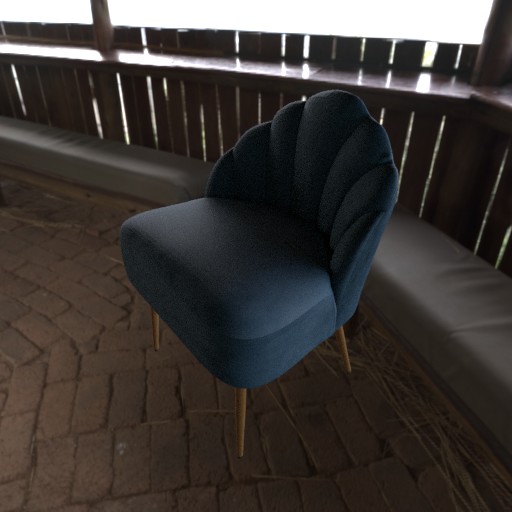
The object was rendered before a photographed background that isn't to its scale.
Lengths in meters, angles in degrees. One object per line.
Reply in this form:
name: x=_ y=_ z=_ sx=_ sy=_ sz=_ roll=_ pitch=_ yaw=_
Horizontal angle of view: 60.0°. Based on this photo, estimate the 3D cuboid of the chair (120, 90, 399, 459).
chair: x=0.000 y=0.000 z=1.241 sx=0.599 sy=0.819 sz=0.657 roll=-21 pitch=37 yaw=-31
